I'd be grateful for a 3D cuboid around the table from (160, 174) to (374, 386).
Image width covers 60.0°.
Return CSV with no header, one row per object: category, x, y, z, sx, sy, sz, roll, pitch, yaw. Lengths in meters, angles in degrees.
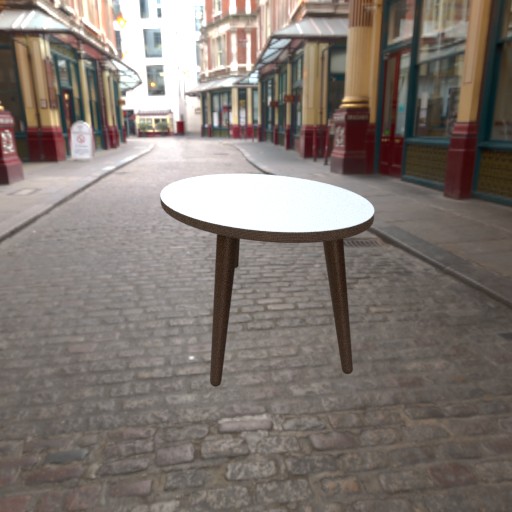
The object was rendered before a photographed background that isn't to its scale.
table,0.000,0.000,1.335,0.542,0.390,1.083,-3,16,-9
